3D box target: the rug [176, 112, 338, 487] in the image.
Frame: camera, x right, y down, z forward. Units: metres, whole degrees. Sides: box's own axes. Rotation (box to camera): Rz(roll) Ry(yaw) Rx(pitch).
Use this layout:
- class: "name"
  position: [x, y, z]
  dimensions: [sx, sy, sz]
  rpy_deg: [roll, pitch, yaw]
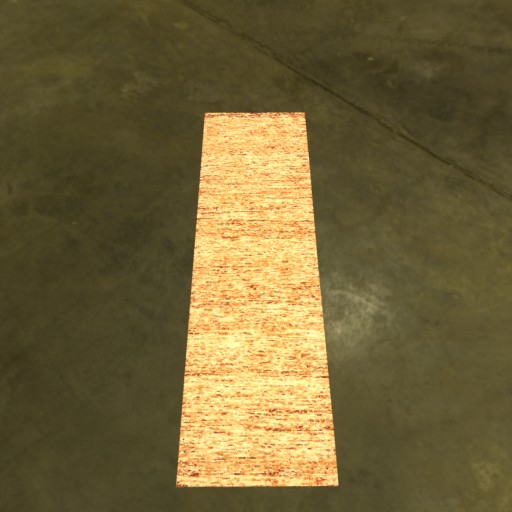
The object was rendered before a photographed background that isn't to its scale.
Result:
- class: "rug"
  position: [0.000, 0.000, 2.418]
  dimensions: [0.680, 0.014, 2.237]
  rpy_deg: [0, 59, 0]
